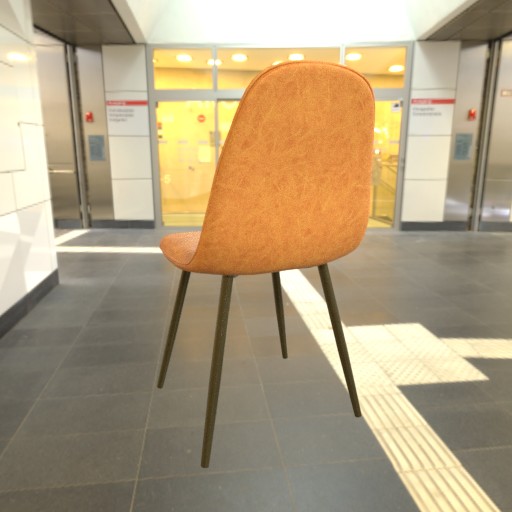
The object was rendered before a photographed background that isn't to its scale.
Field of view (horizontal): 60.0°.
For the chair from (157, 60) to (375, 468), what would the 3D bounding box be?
[{"bbox_3d":[0.000,0.000,1.194,0.472,0.889,0.561,-7,15,-26],"label":"chair"}]
